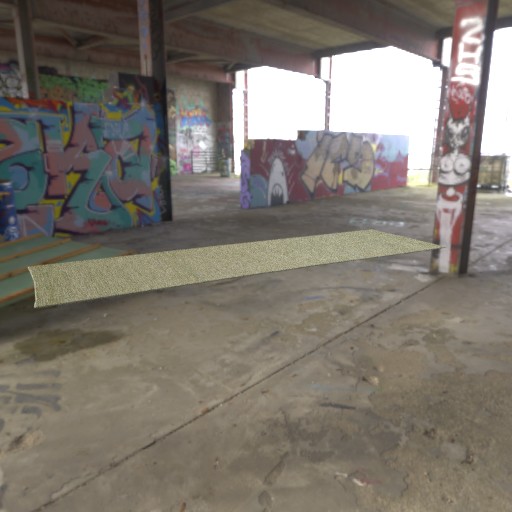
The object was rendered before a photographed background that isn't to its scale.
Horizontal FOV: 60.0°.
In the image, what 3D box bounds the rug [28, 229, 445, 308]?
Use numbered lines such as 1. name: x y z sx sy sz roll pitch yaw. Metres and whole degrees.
1. rug: 0.000 0.000 2.550 2.340 0.013 0.686 -7 16 -26
